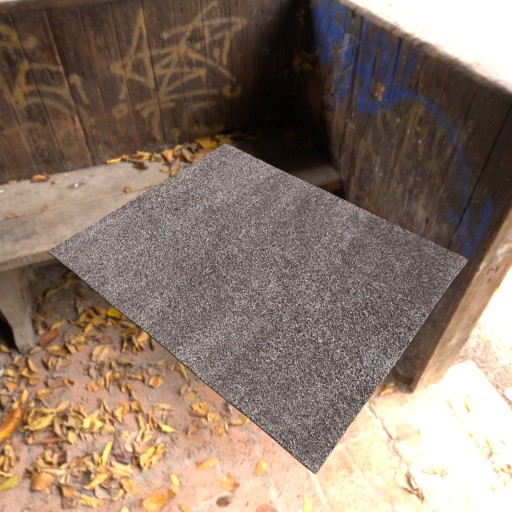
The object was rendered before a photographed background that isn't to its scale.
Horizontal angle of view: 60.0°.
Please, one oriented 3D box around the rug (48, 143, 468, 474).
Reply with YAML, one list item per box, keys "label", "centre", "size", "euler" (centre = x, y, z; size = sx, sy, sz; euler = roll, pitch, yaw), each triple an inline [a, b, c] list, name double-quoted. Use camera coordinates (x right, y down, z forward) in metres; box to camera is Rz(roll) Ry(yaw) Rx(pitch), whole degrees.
- label: "rug"
  centre: [0.000, 0.000, 4.046]
  size: [3.000, 0.025, 2.401]
  euler: [31, 54, 27]
